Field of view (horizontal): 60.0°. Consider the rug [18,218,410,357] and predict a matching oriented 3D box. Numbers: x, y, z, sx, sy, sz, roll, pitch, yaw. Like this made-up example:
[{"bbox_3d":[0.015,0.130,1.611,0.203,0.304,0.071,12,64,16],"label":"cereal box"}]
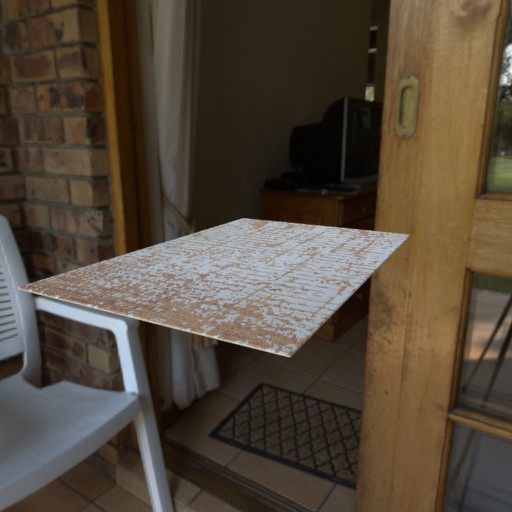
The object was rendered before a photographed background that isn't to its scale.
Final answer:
[{"bbox_3d":[0.000,0.000,2.298,1.219,0.011,1.829,8,17,28],"label":"rug"}]
